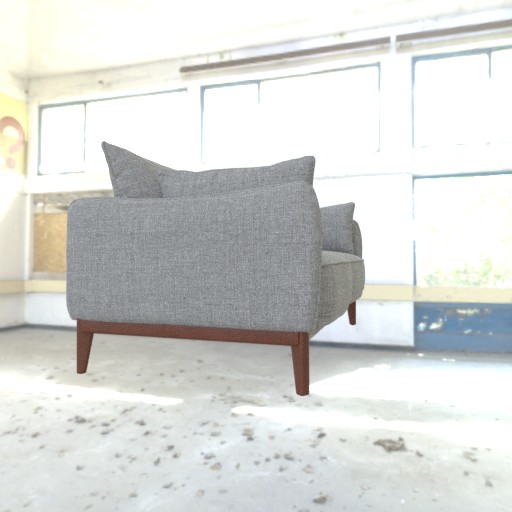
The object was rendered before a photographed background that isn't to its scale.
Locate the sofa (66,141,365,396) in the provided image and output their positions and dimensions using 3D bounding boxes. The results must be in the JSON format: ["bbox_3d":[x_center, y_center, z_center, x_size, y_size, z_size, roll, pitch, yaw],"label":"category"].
[{"bbox_3d":[0.000,0.000,2.162,0.972,0.851,1.580,0,0,18],"label":"sofa"}]
